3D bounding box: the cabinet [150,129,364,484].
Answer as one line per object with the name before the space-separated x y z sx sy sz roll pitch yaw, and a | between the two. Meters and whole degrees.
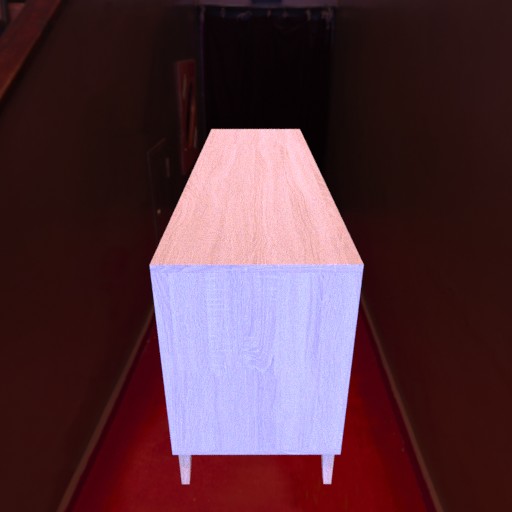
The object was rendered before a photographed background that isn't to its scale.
cabinet | 0.000 0.000 1.946 0.500 0.780 1.649 0 27 0
